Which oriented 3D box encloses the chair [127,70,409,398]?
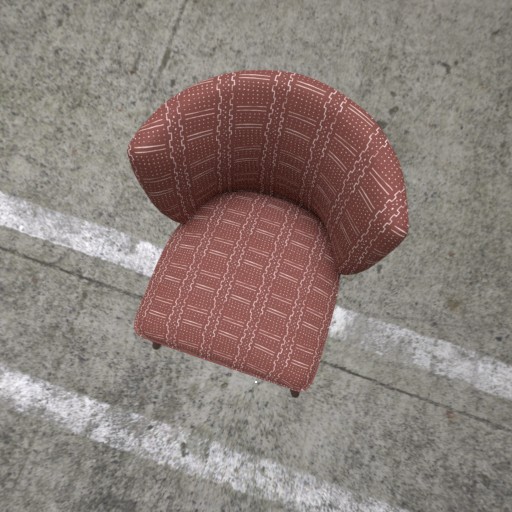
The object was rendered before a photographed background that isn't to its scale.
[{"bbox_3d":[0.000,0.000,1.425,0.706,0.866,0.758,18,75,5],"label":"chair"}]
